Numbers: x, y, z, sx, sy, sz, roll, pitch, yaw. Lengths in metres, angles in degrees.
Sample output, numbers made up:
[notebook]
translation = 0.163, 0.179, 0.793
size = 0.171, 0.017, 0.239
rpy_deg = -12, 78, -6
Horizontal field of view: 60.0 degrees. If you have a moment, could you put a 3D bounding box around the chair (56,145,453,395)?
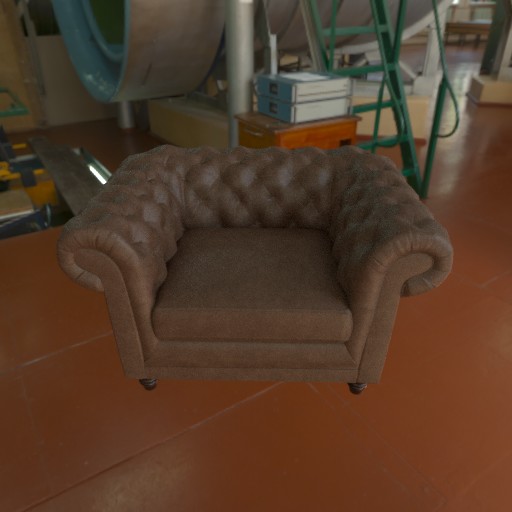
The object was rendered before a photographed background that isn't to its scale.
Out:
[chair]
translation = 0.000, 0.000, 1.938
size = 1.298, 0.784, 0.954
rpy_deg = 1, 31, 1
